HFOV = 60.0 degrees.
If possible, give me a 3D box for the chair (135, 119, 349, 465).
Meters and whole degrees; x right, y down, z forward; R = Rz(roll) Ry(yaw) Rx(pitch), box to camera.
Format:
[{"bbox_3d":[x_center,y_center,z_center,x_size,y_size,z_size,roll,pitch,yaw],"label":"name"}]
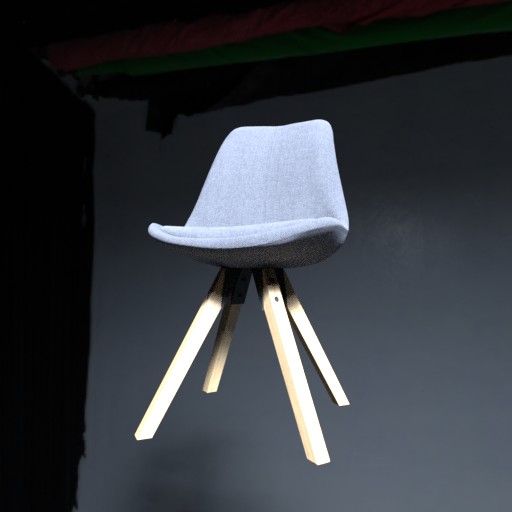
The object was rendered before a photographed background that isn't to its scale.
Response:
[{"bbox_3d":[0.000,0.000,1.178,0.485,0.850,0.550,0,-1,18],"label":"chair"}]
